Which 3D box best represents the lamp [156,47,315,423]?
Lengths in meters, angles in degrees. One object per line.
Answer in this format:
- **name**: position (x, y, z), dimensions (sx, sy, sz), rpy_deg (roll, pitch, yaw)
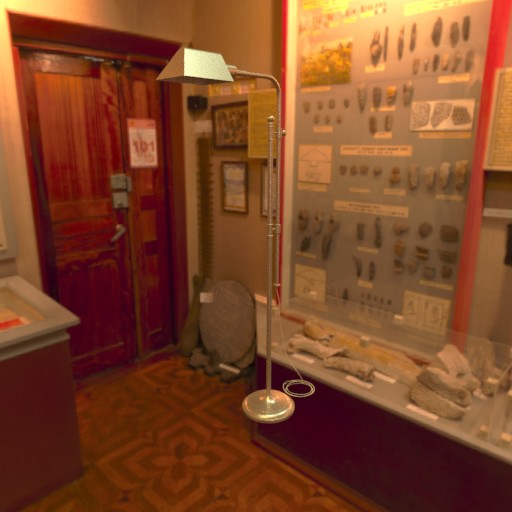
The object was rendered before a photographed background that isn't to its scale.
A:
- **lamp**: position (0.000, 0.000, 1.917), dimensions (0.256, 1.571, 0.813), rpy_deg (14, 20, 43)
